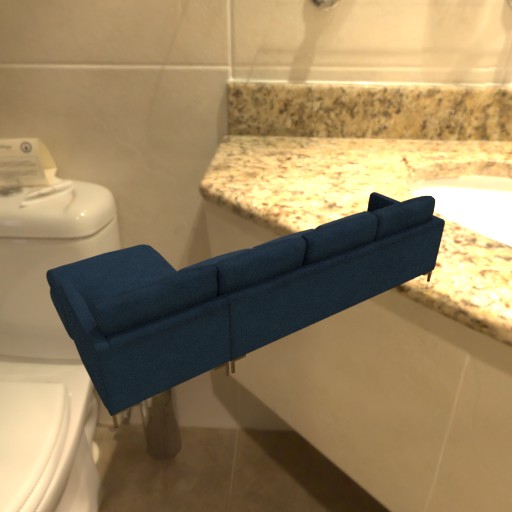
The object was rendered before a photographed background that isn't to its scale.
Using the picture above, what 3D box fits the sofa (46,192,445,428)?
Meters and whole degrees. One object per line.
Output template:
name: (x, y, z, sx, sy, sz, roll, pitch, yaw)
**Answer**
sofa: (0.000, 0.000, 3.534, 2.932, 0.810, 1.350, -18, 34, -29)
